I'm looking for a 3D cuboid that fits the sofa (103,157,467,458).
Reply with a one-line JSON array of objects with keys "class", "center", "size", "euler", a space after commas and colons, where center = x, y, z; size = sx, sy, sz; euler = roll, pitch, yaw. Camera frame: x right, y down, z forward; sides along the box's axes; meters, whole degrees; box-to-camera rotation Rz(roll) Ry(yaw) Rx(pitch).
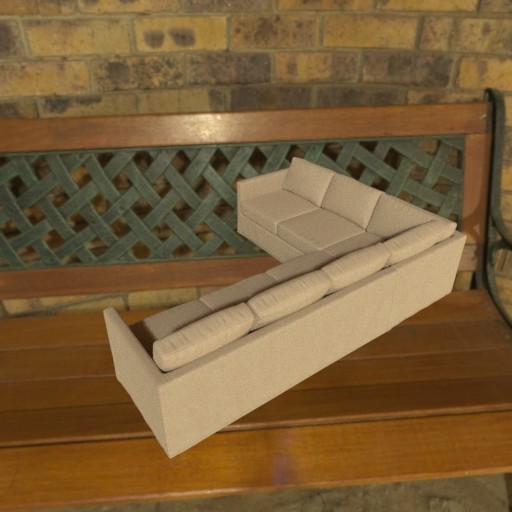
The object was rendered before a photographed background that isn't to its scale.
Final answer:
[{"class": "sofa", "center": [0.000, 0.000, 4.322], "size": [3.182, 0.871, 2.432], "euler": [-21, 37, -30]}]
